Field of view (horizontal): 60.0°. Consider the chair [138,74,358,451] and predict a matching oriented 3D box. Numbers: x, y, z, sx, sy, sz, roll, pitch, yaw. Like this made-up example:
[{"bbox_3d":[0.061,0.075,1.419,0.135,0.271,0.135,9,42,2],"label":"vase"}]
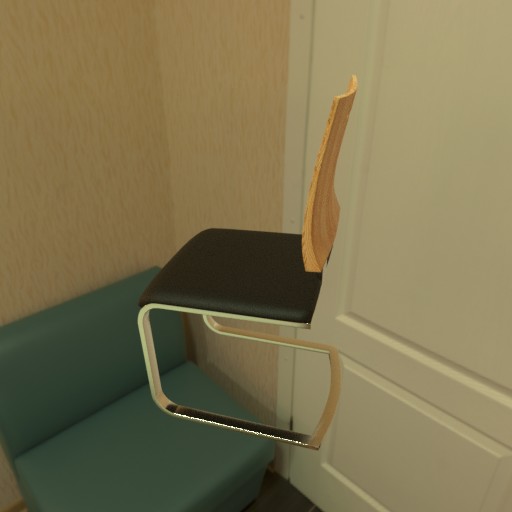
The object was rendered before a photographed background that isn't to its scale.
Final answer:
[{"bbox_3d":[0.000,0.000,1.264,0.560,0.936,0.462,8,29,14],"label":"chair"}]
